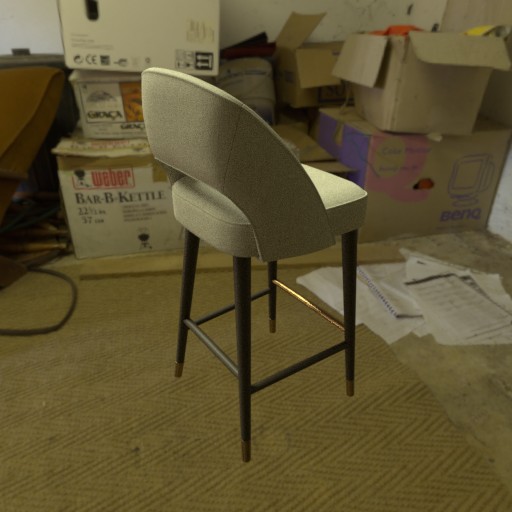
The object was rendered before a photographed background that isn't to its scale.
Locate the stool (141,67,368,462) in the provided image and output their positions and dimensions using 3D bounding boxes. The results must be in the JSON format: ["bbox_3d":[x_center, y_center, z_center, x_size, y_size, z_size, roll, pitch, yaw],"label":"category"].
[{"bbox_3d":[0.000,0.000,1.293,0.509,1.037,0.494,-19,33,-31],"label":"stool"}]
